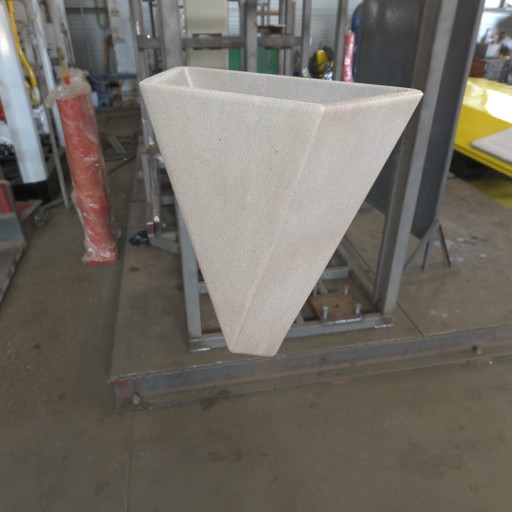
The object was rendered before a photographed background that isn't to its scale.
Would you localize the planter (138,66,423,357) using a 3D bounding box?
[{"bbox_3d":[0.000,0.000,0.269,0.150,0.197,0.060,19,35,29],"label":"planter"}]
